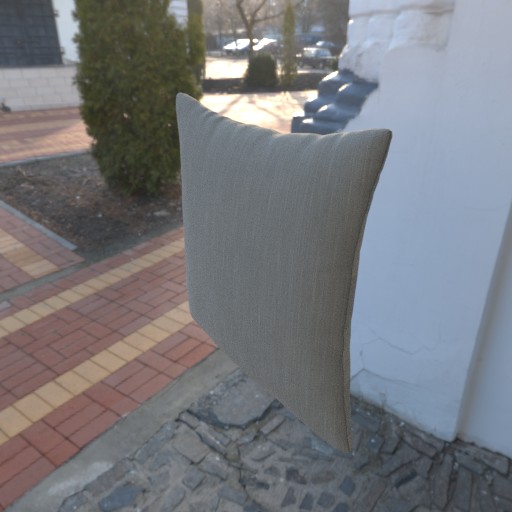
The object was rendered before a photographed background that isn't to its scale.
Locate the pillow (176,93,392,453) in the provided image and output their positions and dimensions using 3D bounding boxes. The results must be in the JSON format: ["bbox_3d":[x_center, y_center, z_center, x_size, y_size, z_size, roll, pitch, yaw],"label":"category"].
[{"bbox_3d":[0.000,0.000,0.787,0.161,0.509,0.511,-17,31,-32],"label":"pillow"}]
